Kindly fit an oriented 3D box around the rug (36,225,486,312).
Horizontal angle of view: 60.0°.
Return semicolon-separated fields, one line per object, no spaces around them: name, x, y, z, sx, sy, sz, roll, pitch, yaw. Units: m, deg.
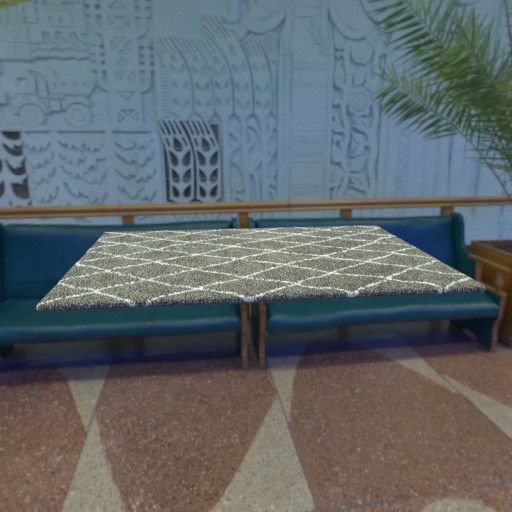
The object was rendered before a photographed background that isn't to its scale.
rug;0.000;0.000;2.308;1.778;0.030;1.219;-2;16;-6
